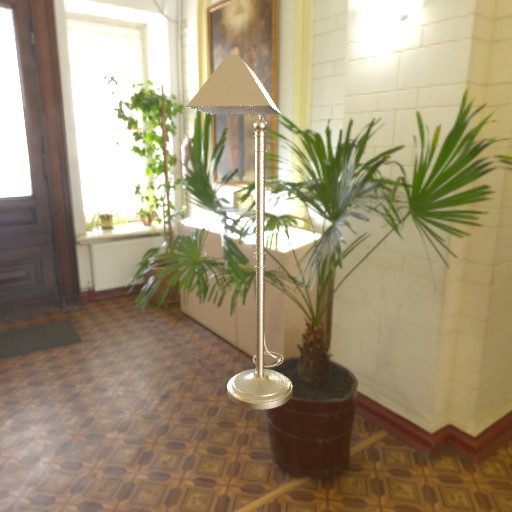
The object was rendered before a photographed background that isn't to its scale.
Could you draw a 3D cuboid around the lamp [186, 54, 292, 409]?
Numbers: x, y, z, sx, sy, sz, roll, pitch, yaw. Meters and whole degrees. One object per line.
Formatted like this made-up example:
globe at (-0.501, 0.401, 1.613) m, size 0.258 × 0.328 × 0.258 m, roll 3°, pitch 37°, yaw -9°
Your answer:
lamp at (0.000, 0.000, 0.943) m, size 0.159 × 0.708 × 0.546 m, roll 2°, pitch 14°, yaw 9°
